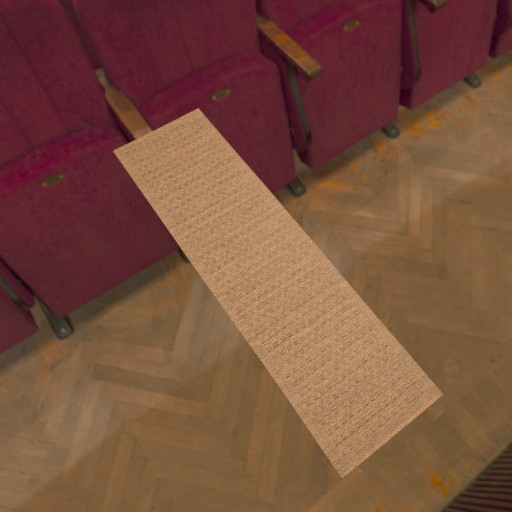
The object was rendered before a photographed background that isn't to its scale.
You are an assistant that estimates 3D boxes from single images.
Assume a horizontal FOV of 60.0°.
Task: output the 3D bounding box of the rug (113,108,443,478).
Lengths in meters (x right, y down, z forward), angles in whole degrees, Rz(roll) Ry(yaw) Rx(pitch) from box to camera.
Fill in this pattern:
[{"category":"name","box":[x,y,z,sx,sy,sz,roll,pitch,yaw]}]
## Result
[{"category":"rug","box":[0.000,0.000,2.668,0.688,0.005,2.437,-32,67,-15]}]
